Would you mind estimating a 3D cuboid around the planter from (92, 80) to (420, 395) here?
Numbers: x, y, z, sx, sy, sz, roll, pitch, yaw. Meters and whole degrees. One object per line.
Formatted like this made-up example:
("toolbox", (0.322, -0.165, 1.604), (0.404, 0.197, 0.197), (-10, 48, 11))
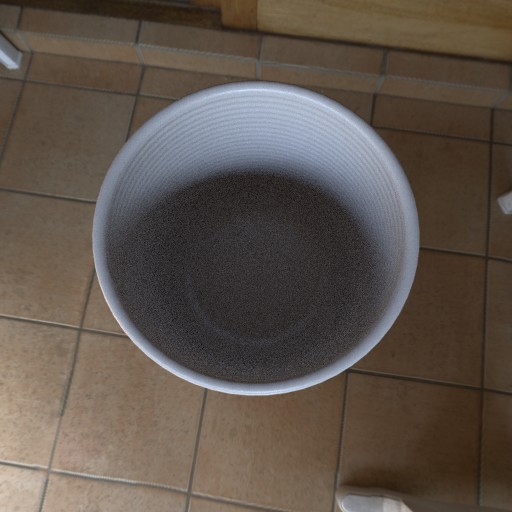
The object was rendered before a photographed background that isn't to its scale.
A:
("planter", (0.000, 0.000, 0.220), (0.124, 0.109, 0.124), (0, 77, 0))
